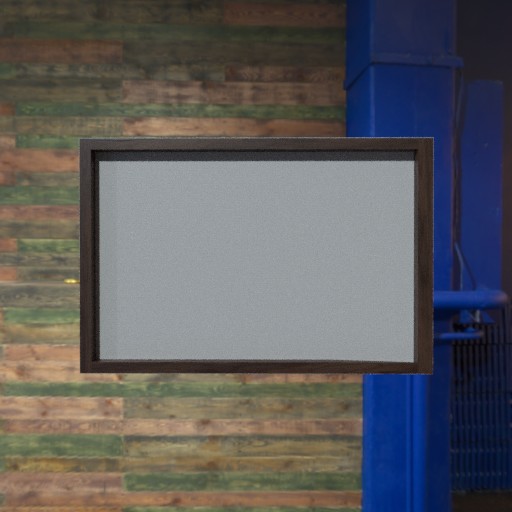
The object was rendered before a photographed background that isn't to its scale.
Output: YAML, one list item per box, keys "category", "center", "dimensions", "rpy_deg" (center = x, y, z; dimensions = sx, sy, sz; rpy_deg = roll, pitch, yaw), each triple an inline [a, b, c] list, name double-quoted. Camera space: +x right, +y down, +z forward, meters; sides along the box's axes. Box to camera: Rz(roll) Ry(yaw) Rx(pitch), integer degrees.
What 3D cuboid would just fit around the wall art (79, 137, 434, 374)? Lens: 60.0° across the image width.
- category: "wall art"
  center: [0.000, 0.000, 1.168]
  dimensions: [0.914, 0.610, 0.050]
  rpy_deg: [0, 0, 0]
